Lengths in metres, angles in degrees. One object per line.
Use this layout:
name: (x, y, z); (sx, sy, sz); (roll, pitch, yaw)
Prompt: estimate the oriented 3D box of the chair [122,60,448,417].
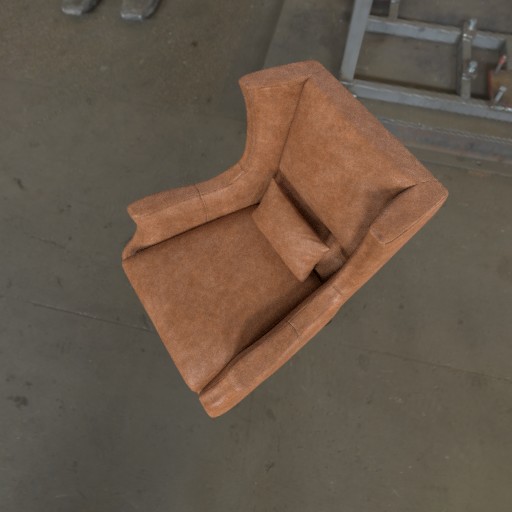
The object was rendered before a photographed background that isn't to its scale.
chair: (0.000, 0.000, 1.726); (0.926, 1.016, 0.853); (-29, 67, -14)
